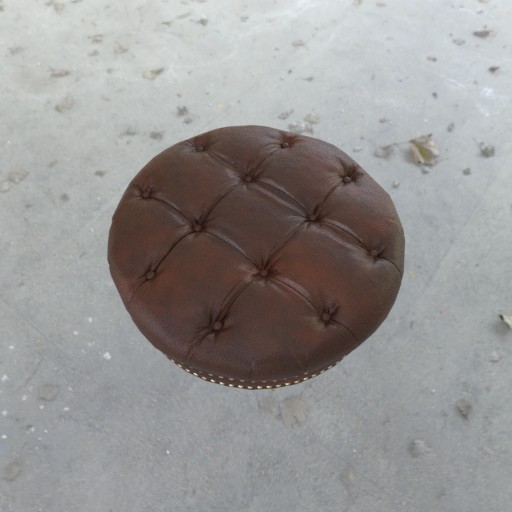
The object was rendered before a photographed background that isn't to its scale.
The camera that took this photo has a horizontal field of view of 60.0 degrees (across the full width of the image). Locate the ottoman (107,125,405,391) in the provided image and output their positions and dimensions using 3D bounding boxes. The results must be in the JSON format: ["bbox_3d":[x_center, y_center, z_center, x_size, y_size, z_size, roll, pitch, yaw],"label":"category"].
[{"bbox_3d":[0.000,0.000,1.462,0.901,0.455,0.901,0,58,0],"label":"ottoman"}]
